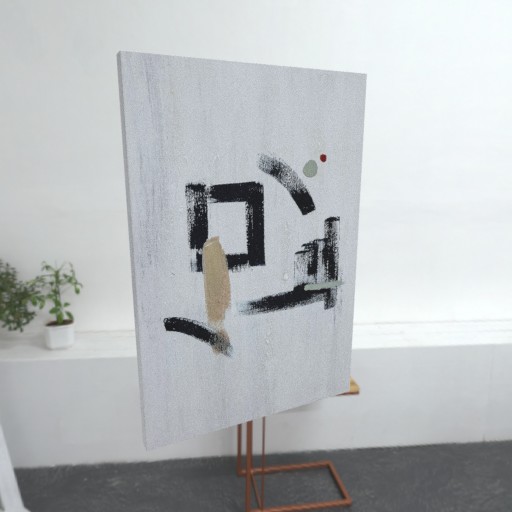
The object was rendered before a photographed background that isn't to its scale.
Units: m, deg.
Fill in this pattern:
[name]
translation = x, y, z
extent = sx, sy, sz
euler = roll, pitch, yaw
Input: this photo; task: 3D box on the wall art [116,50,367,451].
[wall art]
translation = 0.000, 0.000, 1.138
extent = 0.624, 0.914, 0.043
euler = -7, 15, -26
